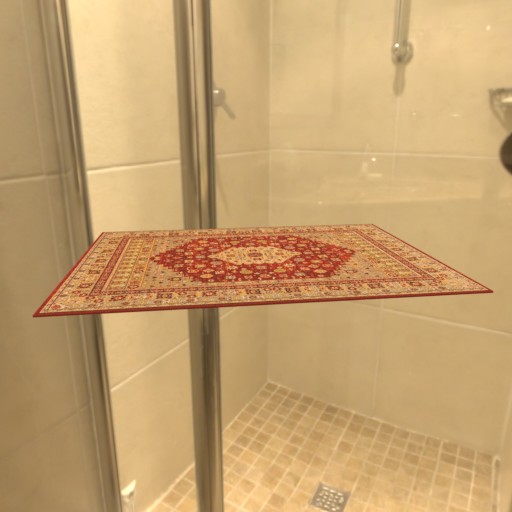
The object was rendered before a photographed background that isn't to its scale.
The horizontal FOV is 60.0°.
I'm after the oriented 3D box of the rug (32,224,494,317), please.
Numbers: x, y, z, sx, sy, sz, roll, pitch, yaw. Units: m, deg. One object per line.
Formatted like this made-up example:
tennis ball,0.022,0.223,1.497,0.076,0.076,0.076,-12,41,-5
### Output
rug,0.000,0.000,2.856,2.211,0.013,1.593,-2,17,-7
